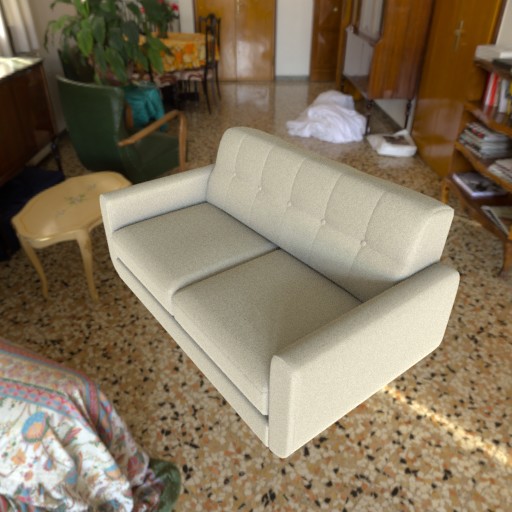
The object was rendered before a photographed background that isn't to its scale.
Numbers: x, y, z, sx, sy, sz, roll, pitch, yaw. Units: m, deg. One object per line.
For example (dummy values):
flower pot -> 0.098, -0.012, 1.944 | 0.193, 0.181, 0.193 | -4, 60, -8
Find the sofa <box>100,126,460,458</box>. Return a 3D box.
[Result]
sofa -> 0.000, 0.000, 2.229 | 0.980, 0.892, 1.655 | -22, 39, -31
